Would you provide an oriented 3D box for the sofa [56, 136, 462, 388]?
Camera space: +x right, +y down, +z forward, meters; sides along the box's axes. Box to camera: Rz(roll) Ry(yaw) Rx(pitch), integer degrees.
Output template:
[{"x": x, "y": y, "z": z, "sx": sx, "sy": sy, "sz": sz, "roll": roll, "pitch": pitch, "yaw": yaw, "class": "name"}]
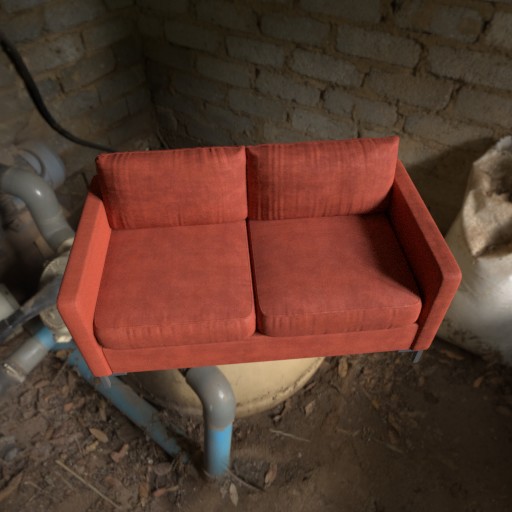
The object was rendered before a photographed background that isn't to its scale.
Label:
[{"x": 0.000, "y": 0.000, "z": 2.117, "sx": 1.574, "sy": 0.896, "sz": 0.864, "roll": -4, "pitch": 45, "yaw": -4, "class": "sofa"}]
